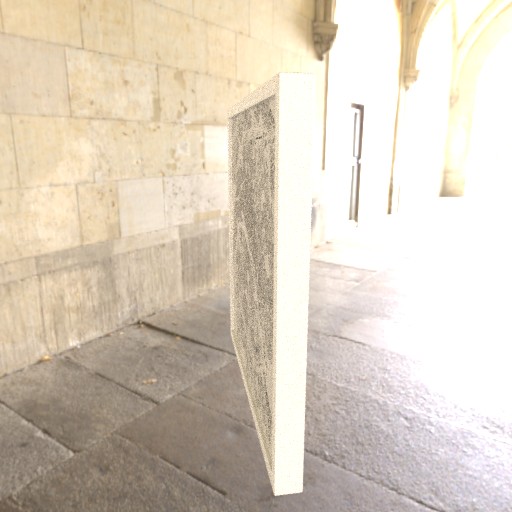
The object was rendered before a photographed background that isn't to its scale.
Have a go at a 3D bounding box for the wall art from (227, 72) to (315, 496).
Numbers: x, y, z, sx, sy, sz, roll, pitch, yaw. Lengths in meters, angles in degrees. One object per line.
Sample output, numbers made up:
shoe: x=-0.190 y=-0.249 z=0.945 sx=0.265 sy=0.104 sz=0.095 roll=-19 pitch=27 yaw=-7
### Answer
wall art: x=0.000 y=0.000 z=0.750 sx=0.038 sy=0.508 sz=0.508 roll=-2 pitch=14 yaw=-9
